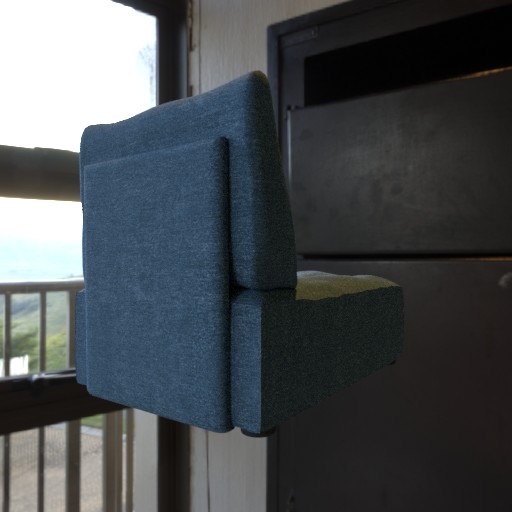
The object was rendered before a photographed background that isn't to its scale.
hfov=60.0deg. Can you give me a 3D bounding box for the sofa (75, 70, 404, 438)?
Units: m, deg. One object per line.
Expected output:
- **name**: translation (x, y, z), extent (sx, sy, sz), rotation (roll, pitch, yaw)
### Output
- **sofa**: translation (0.000, 0.000, 1.529), extent (0.700, 0.820, 1.000), rotation (0, -1, 36)
